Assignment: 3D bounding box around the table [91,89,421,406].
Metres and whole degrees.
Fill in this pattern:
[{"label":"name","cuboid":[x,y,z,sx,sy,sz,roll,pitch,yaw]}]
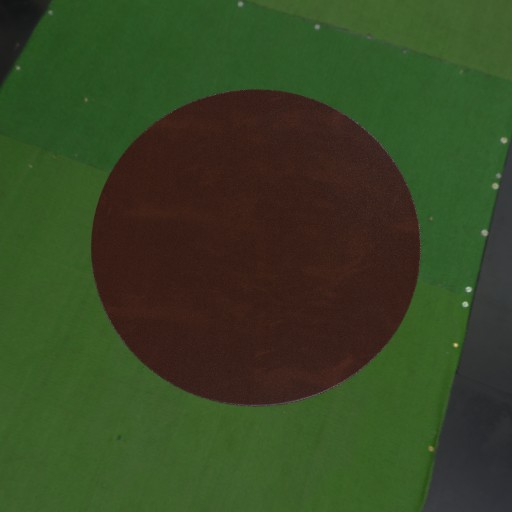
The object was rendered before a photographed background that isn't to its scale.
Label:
[{"label":"table","cuboid":[0.000,0.000,1.473,0.911,0.512,0.911,0,76,0]}]
